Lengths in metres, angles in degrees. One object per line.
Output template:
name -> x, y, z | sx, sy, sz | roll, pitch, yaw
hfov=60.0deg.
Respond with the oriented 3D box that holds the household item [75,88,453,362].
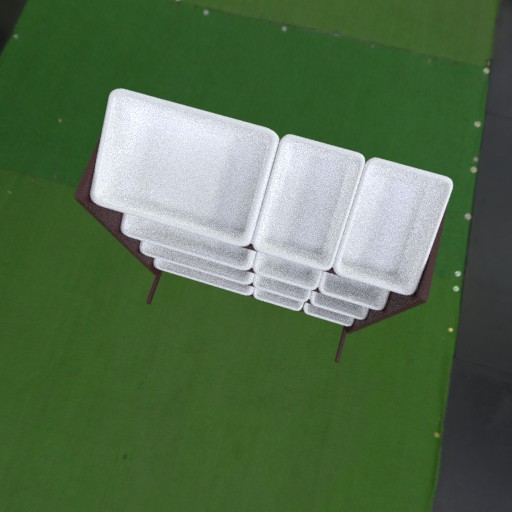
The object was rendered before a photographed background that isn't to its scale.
household item -> 0.000, 0.000, 1.301 | 0.787, 0.864, 0.389 | 16, 76, 4
